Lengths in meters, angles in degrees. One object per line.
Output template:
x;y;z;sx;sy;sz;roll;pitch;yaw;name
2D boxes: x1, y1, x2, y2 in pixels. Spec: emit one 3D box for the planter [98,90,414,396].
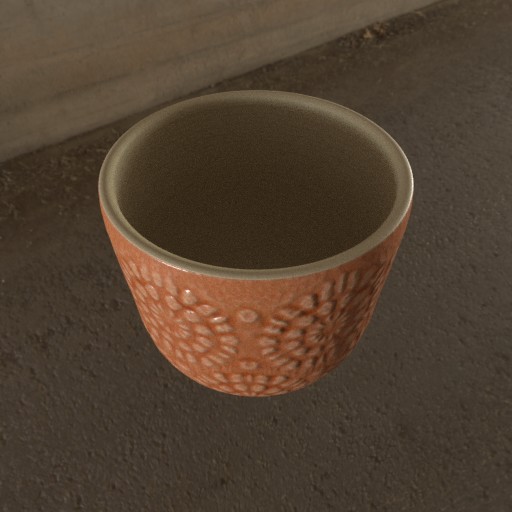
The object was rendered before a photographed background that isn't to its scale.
0.000;0.000;0.215;0.124;0.109;0.124;0;47;0;planter
